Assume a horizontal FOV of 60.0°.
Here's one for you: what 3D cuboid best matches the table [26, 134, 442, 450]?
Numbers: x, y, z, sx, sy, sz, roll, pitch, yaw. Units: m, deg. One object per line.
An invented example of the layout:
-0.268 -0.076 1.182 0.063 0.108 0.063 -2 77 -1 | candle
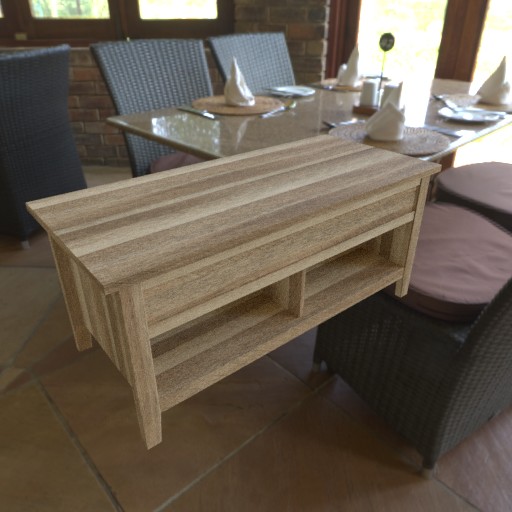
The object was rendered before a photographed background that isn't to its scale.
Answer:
0.000 0.000 1.366 1.095 0.480 0.493 -22 36 -33 | table
